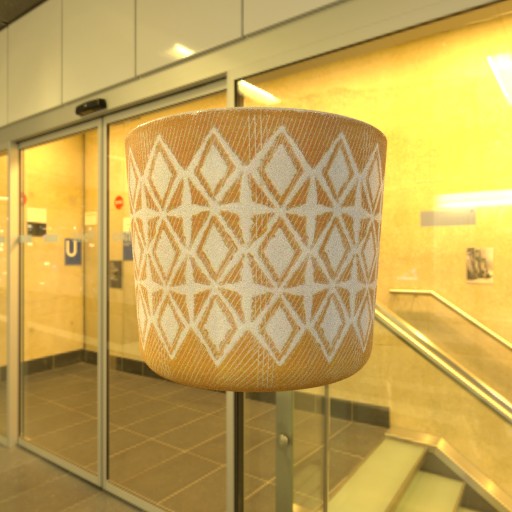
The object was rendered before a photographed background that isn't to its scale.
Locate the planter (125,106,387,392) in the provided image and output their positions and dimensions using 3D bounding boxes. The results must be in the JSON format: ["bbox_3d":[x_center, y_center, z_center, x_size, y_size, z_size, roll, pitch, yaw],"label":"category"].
[{"bbox_3d":[0.000,0.000,0.339,0.193,0.165,0.193,0,0,0],"label":"planter"}]
